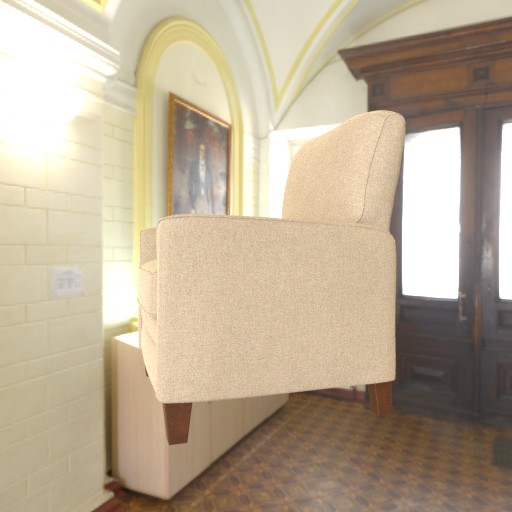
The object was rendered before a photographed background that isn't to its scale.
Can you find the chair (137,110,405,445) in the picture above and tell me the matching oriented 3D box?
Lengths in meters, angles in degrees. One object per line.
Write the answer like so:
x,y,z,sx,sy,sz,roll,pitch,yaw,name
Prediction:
0.000,0.000,1.680,0.859,1.023,0.845,0,1,-19,chair
